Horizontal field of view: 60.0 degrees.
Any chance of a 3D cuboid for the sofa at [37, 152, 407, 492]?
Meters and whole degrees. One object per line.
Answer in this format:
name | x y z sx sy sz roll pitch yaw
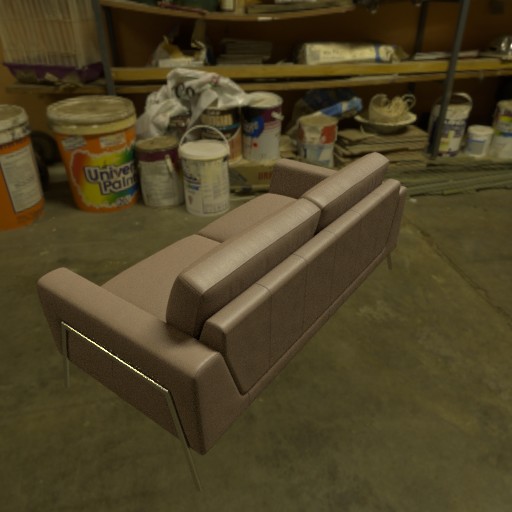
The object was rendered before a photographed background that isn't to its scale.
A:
sofa | 0.000 0.000 2.466 0.953 0.875 2.017 21 37 30
